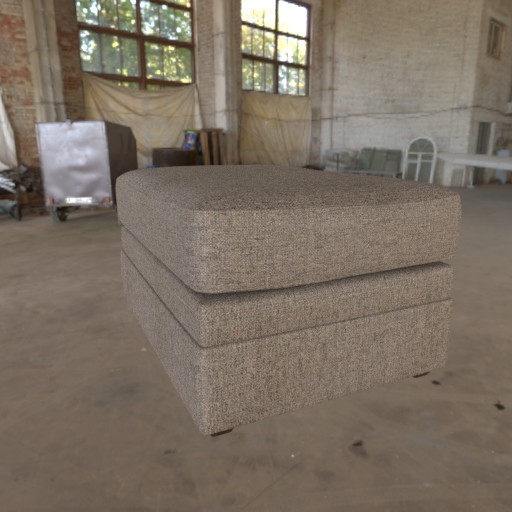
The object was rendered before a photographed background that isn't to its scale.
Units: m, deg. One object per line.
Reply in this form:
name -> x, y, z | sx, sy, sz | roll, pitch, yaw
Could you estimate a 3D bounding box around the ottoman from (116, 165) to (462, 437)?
ottoman -> 0.000, 0.000, 1.243 | 0.637, 0.478, 0.885 | -7, 16, -25
